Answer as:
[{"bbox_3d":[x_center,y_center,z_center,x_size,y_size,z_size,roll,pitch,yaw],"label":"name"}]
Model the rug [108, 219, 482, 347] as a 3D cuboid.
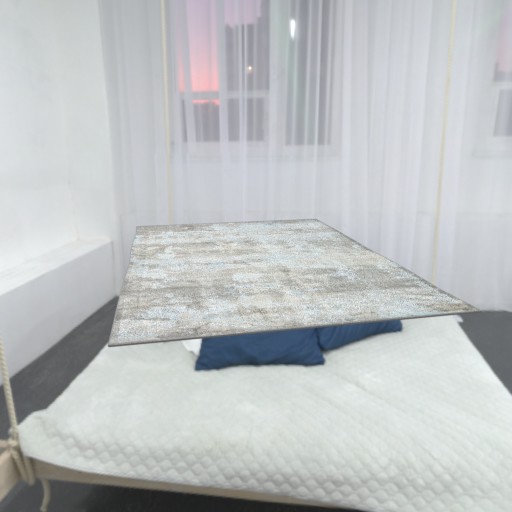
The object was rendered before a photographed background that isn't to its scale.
[{"bbox_3d":[0.000,0.000,4.261,2.393,0.013,3.307,-3,16,-12],"label":"rug"}]
